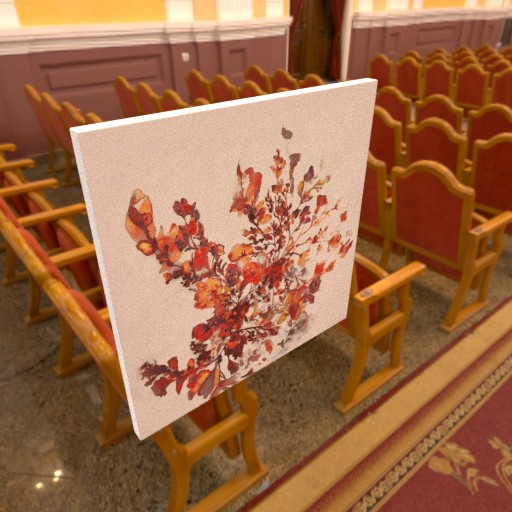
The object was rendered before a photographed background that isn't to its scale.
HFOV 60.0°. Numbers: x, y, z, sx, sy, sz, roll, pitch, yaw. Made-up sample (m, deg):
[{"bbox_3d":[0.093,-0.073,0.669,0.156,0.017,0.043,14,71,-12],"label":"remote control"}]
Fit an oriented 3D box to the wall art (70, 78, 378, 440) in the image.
[{"bbox_3d":[0.000,0.000,1.109,0.757,0.757,0.037,-23,38,-33],"label":"wall art"}]
